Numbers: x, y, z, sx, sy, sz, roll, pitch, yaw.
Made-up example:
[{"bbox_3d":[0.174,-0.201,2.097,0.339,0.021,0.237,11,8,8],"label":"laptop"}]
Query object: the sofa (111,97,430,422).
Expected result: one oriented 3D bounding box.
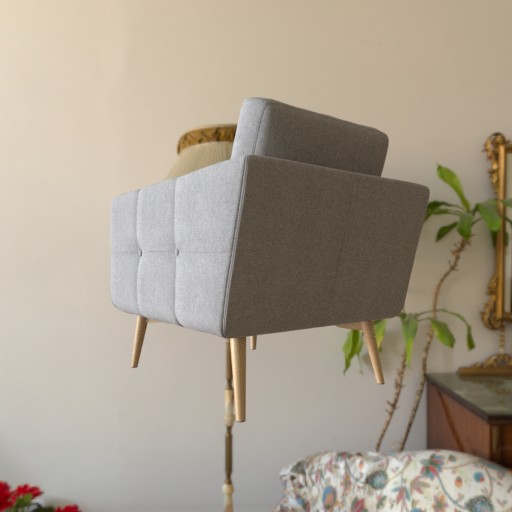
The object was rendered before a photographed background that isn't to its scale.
[{"bbox_3d":[0.000,0.000,1.572,0.770,0.860,0.920,0,-1,-37],"label":"sofa"}]
